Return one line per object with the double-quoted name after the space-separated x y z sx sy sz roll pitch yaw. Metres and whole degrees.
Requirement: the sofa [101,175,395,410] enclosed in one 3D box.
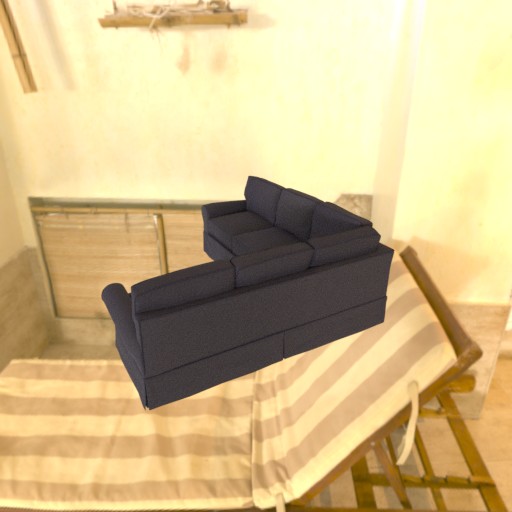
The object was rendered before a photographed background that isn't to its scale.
0.000 0.000 5.152 2.874 1.169 3.773 1 25 2 "sofa"
